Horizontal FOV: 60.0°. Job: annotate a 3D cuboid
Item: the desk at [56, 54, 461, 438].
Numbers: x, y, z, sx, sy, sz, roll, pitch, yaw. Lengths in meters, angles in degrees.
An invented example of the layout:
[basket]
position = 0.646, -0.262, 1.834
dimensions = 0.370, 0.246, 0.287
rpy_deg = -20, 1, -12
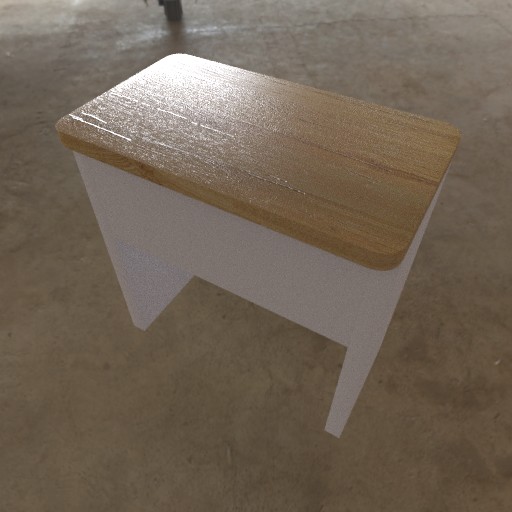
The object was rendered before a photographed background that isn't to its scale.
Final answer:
[desk]
position = 0.000, 0.000, 1.216
dimensions = 0.760, 0.790, 0.440
rpy_deg = 23, 51, 20
